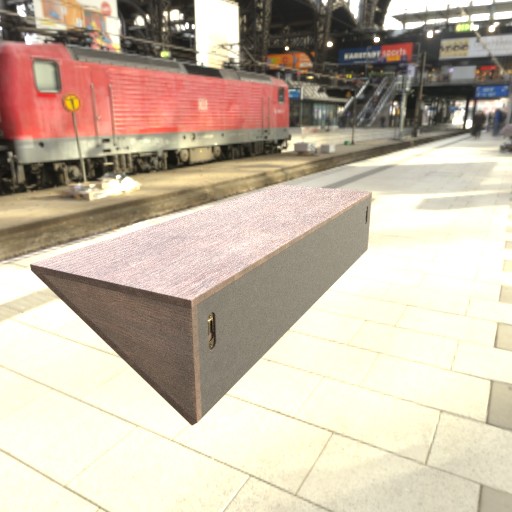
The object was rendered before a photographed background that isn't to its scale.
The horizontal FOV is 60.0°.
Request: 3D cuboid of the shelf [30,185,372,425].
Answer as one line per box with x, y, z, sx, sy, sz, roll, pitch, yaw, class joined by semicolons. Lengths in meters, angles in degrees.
0.000;0.000;0.682;0.200;0.125;0.610;9;20;26;shelf
